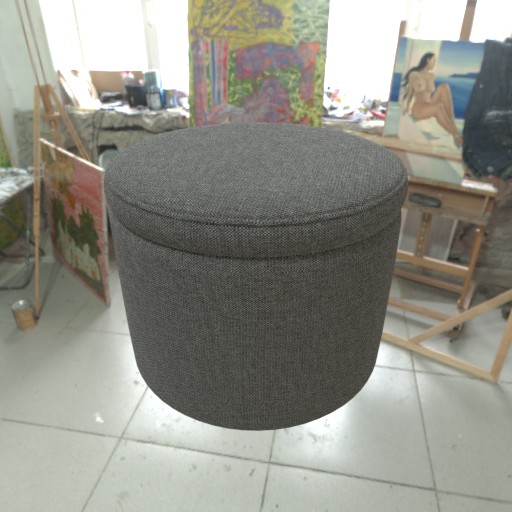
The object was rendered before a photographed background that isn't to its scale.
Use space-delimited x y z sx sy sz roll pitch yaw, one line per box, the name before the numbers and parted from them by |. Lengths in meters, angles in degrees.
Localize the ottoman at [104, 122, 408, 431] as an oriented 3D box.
ottoman | 0.000 0.000 0.873 0.520 0.430 0.520 0 30 0
